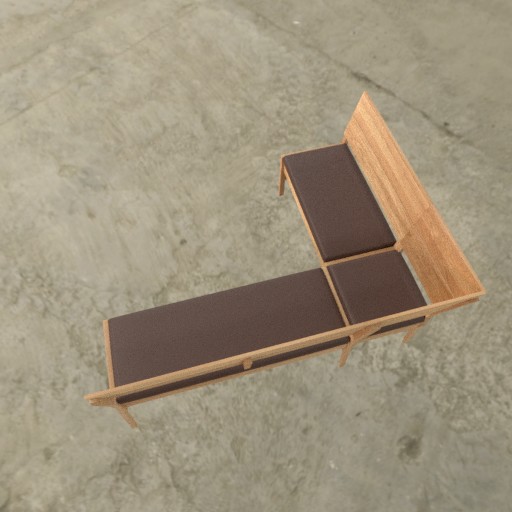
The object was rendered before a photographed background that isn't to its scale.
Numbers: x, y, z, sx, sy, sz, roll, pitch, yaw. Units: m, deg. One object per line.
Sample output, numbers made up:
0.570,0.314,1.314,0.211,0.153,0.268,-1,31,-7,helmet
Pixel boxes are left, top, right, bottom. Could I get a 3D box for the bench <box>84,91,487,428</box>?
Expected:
0.000,0.000,2.801,1.975,0.890,1.549,-14,60,-8,bench
